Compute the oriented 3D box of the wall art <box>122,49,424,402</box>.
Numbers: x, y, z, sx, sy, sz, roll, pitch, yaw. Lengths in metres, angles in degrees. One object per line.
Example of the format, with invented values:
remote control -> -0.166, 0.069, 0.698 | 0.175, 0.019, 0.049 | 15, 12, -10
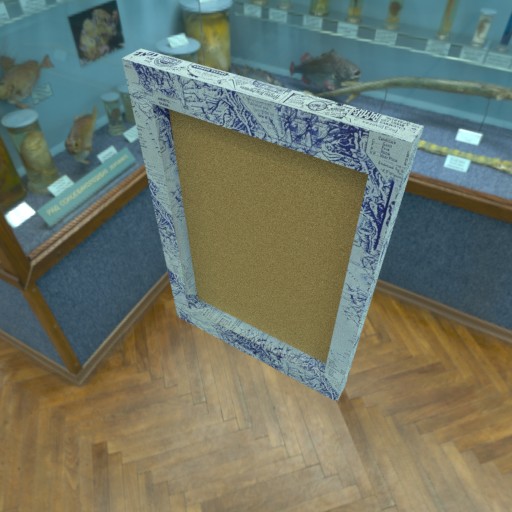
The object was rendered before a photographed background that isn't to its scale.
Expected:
wall art -> 0.000, 0.000, 0.478 | 0.255, 0.376, 0.025 | 24, 51, 21
